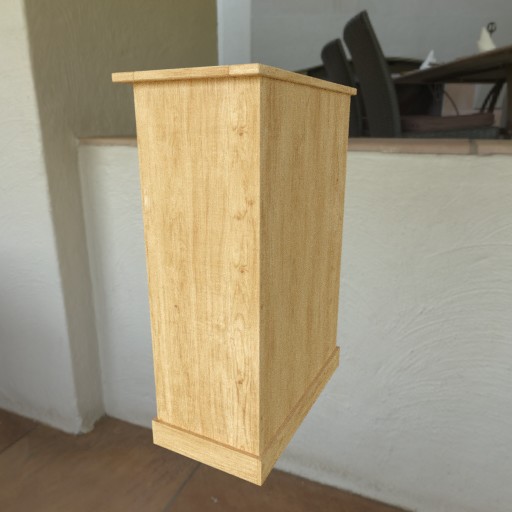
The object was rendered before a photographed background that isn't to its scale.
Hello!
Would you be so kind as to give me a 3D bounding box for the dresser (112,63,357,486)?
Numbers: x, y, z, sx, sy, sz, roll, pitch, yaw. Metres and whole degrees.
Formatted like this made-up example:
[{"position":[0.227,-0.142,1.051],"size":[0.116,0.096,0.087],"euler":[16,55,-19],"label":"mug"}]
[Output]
[{"position":[0.000,0.000,1.766],"size":[0.485,1.300,0.915],"euler":[8,18,26],"label":"dresser"}]
